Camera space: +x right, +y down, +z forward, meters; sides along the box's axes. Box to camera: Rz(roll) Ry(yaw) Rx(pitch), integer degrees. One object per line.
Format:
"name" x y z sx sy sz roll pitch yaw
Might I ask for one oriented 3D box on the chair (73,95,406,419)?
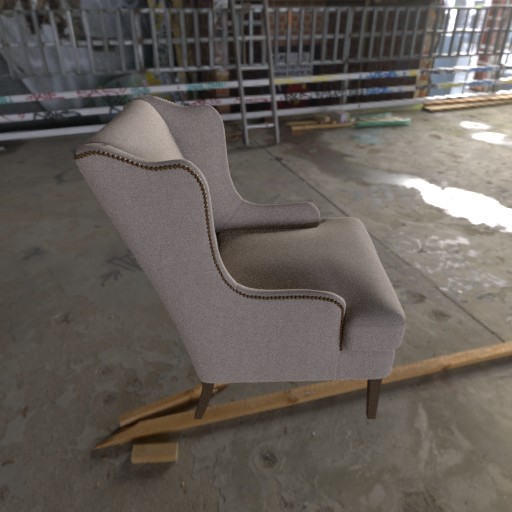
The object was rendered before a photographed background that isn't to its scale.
"chair" 0.000 0.000 1.635 0.940 1.029 0.737 0 31 0
